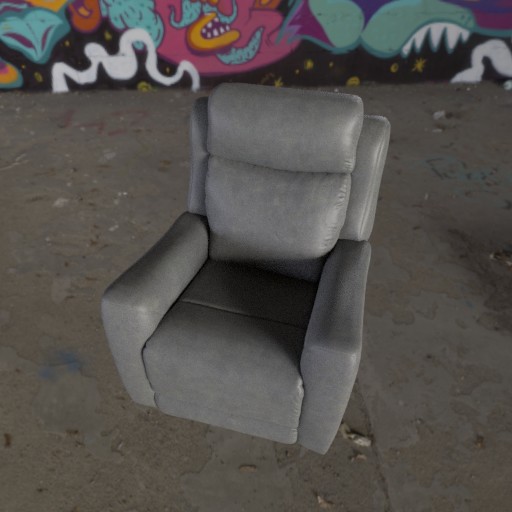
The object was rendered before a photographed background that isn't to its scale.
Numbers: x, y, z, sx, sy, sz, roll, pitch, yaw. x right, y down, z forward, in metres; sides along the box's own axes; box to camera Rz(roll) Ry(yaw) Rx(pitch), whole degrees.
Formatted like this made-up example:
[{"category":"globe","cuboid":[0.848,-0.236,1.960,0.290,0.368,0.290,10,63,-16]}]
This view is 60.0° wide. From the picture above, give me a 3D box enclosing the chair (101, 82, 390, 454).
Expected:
[{"category":"chair","cuboid":[0.000,0.000,1.885,0.967,1.116,1.068,11,43,12]}]
